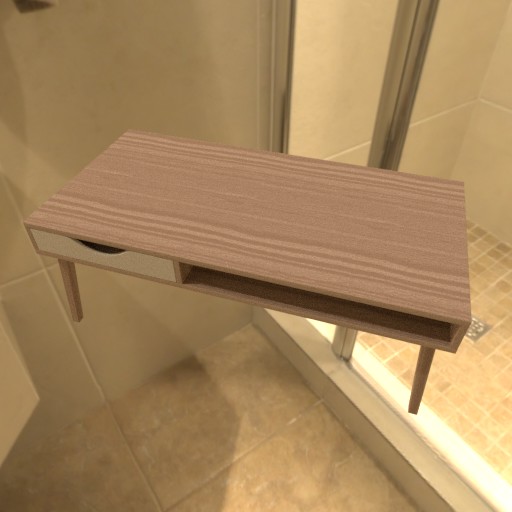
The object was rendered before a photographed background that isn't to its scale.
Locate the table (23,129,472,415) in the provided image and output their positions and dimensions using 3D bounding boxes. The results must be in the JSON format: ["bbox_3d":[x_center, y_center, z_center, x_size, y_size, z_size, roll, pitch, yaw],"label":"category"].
[{"bbox_3d":[0.000,0.000,1.484,1.200,0.450,0.600,12,44,13],"label":"table"}]
